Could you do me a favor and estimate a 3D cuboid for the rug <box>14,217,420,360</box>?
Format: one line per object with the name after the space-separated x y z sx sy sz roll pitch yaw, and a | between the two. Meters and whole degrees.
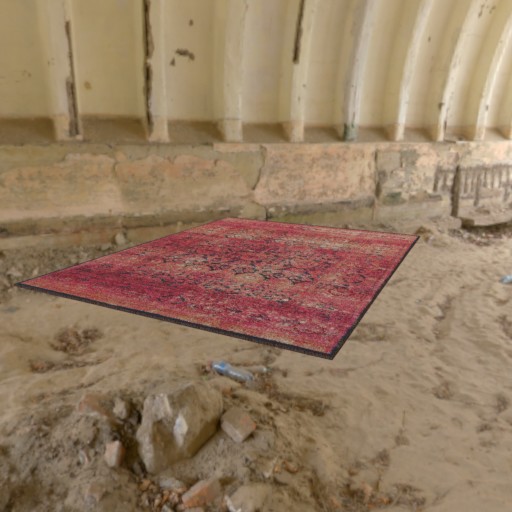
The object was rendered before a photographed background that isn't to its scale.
0.000 0.000 3.991 2.411 0.020 3.032 8 17 26 | rug
